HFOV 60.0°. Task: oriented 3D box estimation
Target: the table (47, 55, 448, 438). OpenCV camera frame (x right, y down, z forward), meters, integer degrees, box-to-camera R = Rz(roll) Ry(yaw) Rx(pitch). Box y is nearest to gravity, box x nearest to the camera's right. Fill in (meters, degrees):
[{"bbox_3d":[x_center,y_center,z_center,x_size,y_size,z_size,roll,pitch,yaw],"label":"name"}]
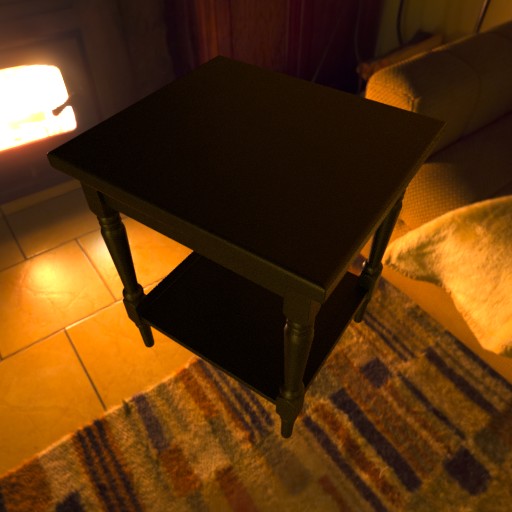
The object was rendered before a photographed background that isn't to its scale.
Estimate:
[{"bbox_3d":[0.000,0.000,0.922,0.488,0.565,0.442,26,52,23],"label":"table"}]
